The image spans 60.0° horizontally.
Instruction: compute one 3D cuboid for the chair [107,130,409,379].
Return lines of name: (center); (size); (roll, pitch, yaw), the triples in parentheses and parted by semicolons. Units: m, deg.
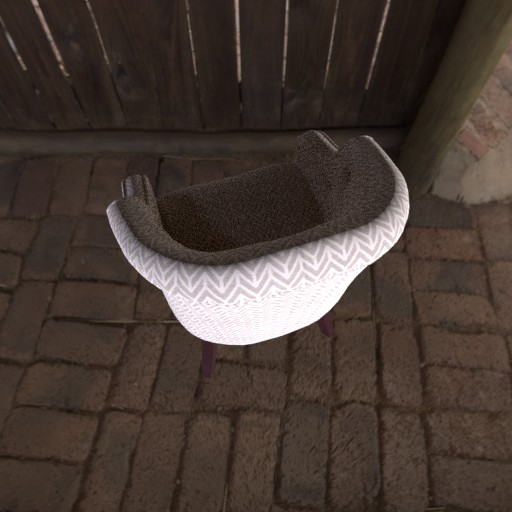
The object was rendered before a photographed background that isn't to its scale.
chair: (0.000, 0.000, 1.287); (0.686, 0.858, 0.613); (-17, 60, -10)
